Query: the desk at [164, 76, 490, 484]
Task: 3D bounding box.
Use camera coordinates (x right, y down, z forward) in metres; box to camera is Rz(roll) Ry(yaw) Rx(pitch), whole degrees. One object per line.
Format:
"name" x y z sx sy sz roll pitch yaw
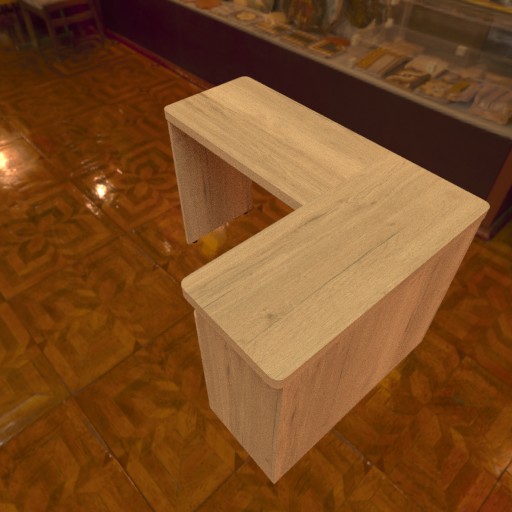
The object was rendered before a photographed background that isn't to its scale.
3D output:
"desk" 0.000 0.000 1.726 0.900 0.760 1.169 -32 55 -27
